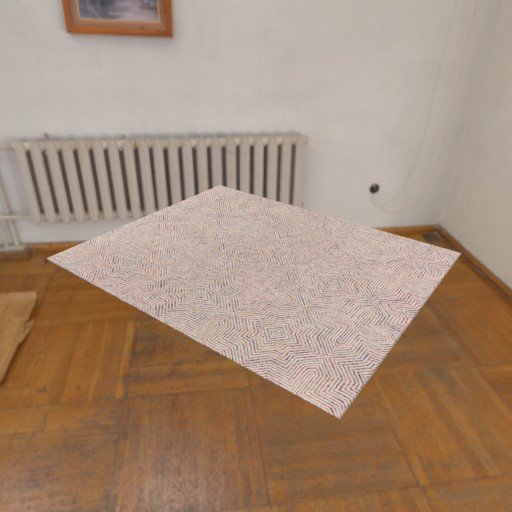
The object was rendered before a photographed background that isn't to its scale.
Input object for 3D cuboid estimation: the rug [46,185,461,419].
[{"bbox_3d":[0.000,0.000,4.164,3.046,0.008,2.442,20,35,32],"label":"rug"}]
